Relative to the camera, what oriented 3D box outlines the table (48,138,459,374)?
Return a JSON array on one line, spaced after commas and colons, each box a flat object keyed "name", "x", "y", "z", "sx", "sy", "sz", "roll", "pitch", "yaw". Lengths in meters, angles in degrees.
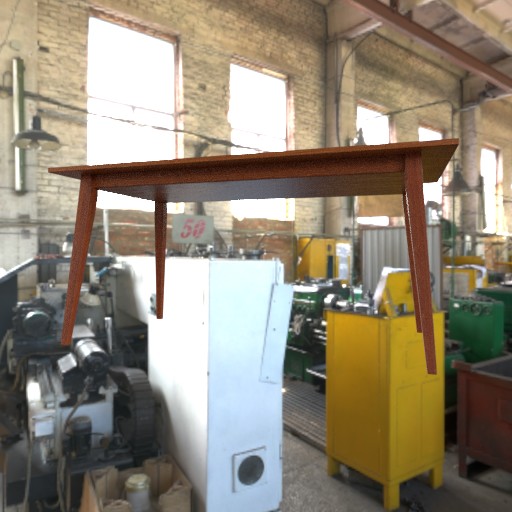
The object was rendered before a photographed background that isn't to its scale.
[{"name": "table", "x": 0.000, "y": 0.000, "z": 2.033, "sx": 1.609, "sy": 0.755, "sz": 0.811, "roll": 0, "pitch": 0, "yaw": 18}]
